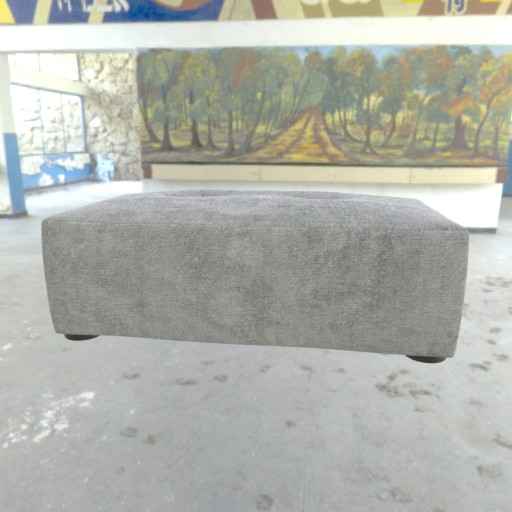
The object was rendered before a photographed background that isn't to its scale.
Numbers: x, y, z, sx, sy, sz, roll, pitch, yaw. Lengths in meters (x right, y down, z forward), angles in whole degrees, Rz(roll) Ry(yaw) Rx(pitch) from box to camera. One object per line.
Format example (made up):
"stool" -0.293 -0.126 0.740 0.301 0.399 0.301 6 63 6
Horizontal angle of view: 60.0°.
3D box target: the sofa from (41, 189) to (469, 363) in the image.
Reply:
"sofa" 0.000 0.000 1.175 0.930 0.330 0.480 2 15 8
